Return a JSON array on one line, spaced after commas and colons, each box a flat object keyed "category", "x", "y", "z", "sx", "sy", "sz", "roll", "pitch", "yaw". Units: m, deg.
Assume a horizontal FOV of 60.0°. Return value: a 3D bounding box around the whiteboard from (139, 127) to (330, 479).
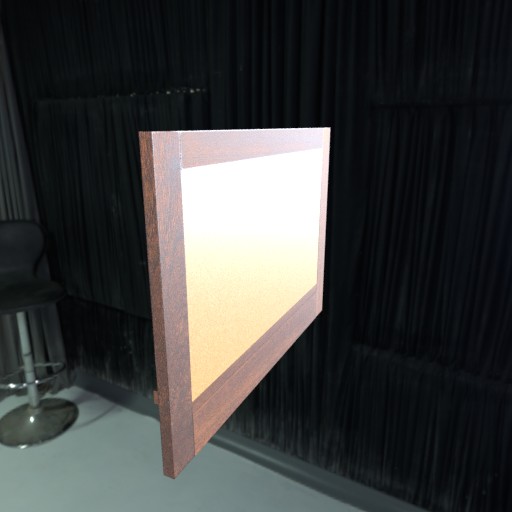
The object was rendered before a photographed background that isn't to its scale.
[{"category": "whiteboard", "x": 0.000, "y": 0.000, "z": 1.013, "sx": 0.083, "sy": 0.559, "sz": 0.783, "roll": 8, "pitch": 18, "yaw": 25}]
